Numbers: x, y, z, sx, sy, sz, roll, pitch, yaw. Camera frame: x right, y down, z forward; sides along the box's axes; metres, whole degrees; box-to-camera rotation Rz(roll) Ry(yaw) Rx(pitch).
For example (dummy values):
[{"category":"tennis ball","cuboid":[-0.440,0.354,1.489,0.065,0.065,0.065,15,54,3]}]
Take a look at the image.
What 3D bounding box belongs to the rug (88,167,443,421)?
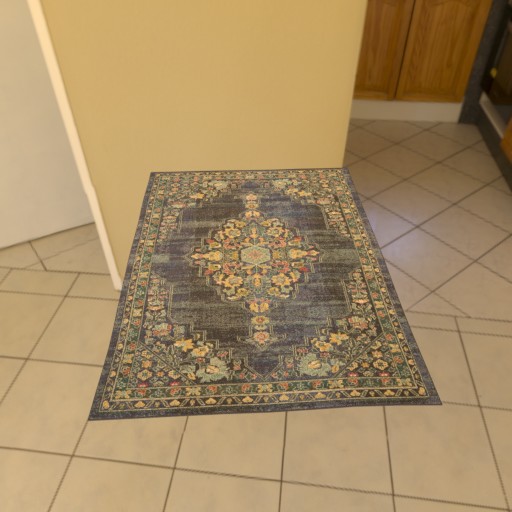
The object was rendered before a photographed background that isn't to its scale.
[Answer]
[{"category":"rug","cuboid":[0.000,0.000,4.725,2.716,0.035,3.612,-2,41,-2]}]
